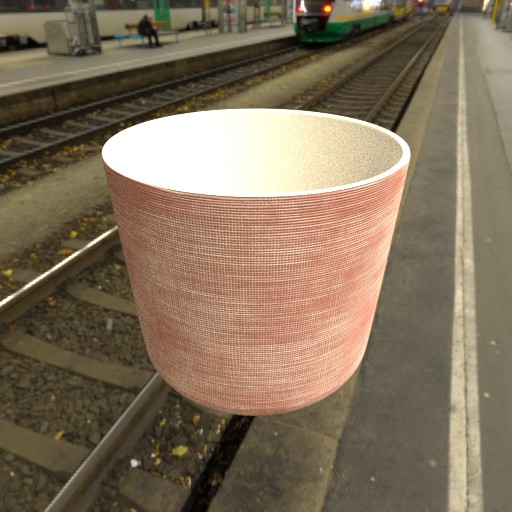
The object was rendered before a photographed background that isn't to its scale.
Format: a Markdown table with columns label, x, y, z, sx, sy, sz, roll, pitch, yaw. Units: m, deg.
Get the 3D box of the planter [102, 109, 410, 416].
| label | x | y | z | sx | sy | sz | roll | pitch | yaw |
| --- | --- | --- | --- | --- | --- | --- | --- | --- | --- |
| planter | 0.000 | 0.000 | 0.758 | 0.440 | 0.398 | 0.440 | 0 | 30 | 0 |
